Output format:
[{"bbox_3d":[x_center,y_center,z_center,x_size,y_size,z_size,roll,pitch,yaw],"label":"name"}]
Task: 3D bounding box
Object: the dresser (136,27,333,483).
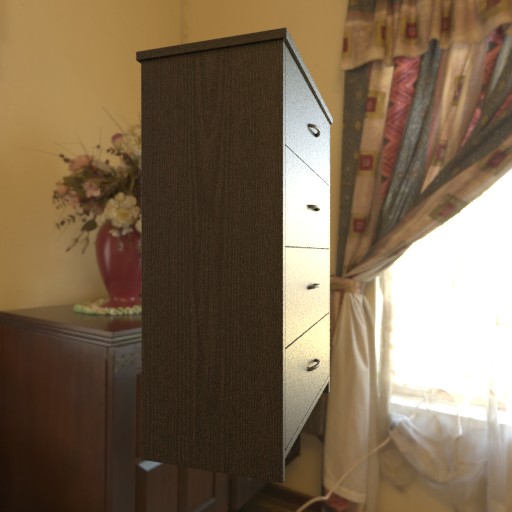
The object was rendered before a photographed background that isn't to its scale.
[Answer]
[{"bbox_3d":[0.000,0.000,1.379,0.399,1.020,0.704,0,0,18],"label":"dresser"}]
